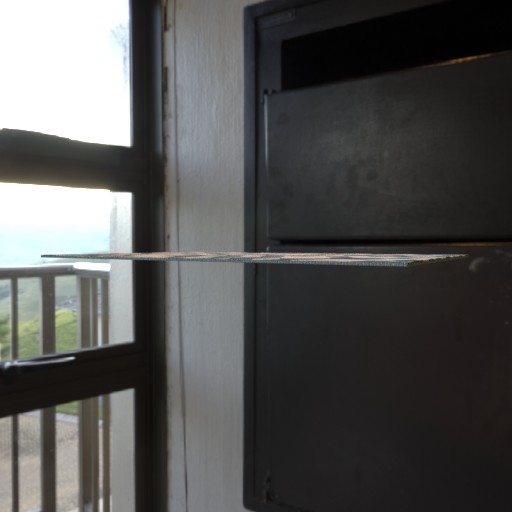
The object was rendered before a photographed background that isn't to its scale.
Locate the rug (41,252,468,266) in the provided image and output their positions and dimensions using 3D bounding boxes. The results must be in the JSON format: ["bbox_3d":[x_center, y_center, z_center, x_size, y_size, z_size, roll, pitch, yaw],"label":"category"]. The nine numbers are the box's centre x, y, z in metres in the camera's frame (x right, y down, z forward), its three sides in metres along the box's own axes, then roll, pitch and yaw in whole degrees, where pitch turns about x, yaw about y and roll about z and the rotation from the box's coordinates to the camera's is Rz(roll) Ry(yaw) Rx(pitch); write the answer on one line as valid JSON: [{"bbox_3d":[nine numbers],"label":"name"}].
[{"bbox_3d":[0.000,0.000,2.279,1.829,0.014,1.235,1,2,33],"label":"rug"}]
